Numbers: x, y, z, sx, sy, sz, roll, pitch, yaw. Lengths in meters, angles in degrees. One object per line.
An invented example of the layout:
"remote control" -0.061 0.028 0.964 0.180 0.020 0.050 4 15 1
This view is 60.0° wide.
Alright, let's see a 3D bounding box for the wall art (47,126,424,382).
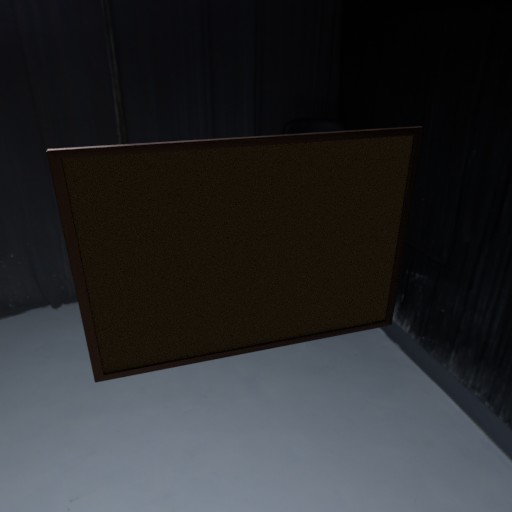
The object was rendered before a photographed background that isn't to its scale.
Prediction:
"wall art" 0.000 0.000 1.058 0.816 0.559 0.014 -8 27 -15
